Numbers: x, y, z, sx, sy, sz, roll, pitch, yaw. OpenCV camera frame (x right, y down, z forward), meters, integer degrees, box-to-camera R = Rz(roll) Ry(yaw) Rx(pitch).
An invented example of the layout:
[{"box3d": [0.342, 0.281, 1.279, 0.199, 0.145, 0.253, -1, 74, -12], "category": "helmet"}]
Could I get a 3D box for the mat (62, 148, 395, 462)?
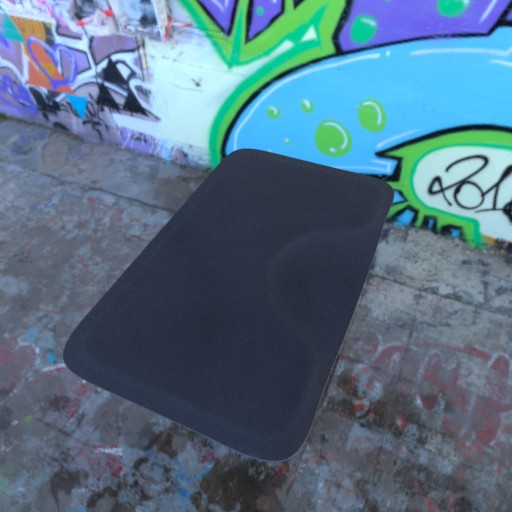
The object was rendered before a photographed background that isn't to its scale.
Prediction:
[{"box3d": [0.000, 0.000, 1.880, 0.918, 0.013, 1.524, 18, 48, 16], "category": "mat"}]
